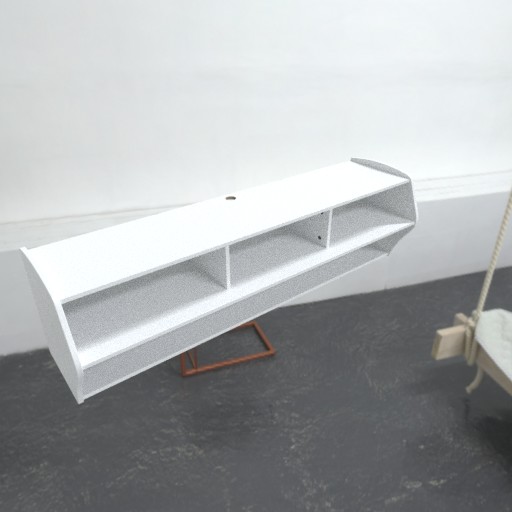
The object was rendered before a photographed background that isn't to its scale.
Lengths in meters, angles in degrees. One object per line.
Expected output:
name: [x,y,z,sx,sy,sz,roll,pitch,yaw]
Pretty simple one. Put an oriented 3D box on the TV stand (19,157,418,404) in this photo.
TV stand: [0.000,0.000,1.668,1.473,0.424,0.397,-21,36,-32]
